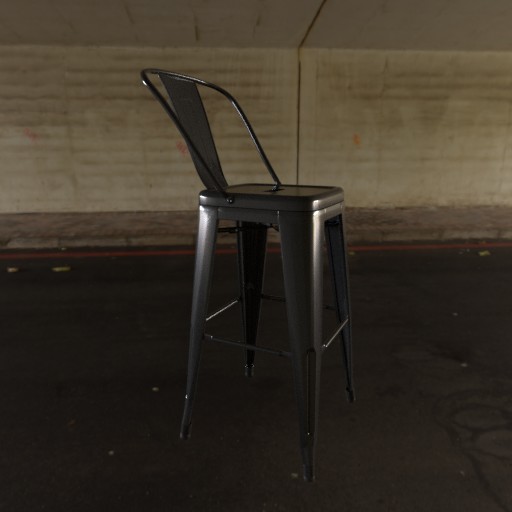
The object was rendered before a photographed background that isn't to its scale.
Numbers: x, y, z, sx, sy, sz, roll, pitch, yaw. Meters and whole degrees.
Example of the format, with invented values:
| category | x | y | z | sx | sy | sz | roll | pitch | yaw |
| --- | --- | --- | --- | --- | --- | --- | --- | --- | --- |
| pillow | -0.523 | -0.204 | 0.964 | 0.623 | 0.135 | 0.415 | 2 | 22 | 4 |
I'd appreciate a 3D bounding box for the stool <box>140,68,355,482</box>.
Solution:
| category | x | y | z | sx | sy | sz | roll | pitch | yaw |
| --- | --- | --- | --- | --- | --- | --- | --- | --- | --- |
| stool | 0.000 | 0.000 | 1.276 | 0.528 | 1.022 | 0.432 | 7 | 15 | 26 |
